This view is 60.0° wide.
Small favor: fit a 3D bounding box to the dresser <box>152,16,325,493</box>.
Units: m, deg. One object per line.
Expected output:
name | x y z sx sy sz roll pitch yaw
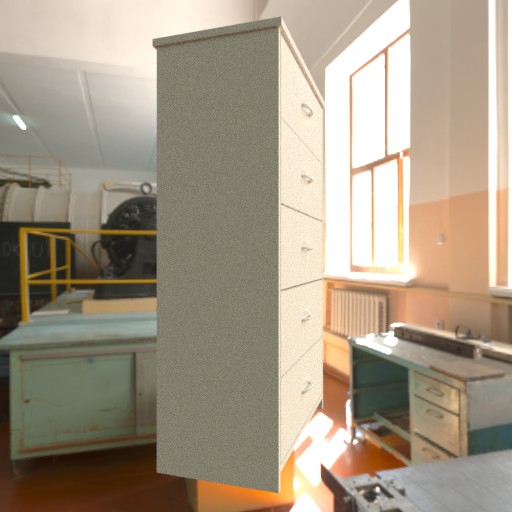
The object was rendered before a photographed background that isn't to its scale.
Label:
dresser | 0.000 0.000 1.553 0.399 1.255 0.704 0 0 18
